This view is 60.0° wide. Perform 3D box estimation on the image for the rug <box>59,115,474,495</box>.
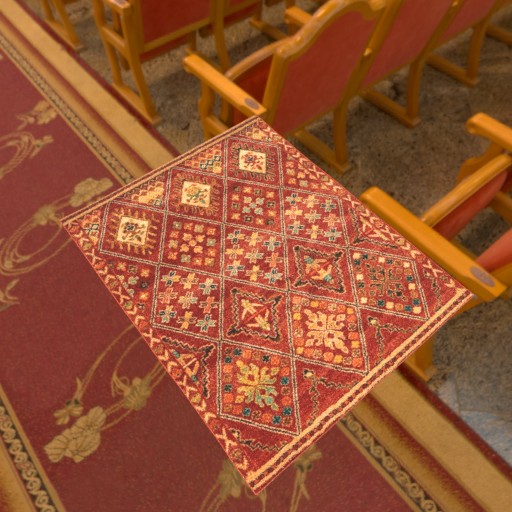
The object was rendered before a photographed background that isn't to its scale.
[{"bbox_3d":[0.000,0.000,4.142,2.489,0.030,3.086,-34,63,-20],"label":"rug"}]
